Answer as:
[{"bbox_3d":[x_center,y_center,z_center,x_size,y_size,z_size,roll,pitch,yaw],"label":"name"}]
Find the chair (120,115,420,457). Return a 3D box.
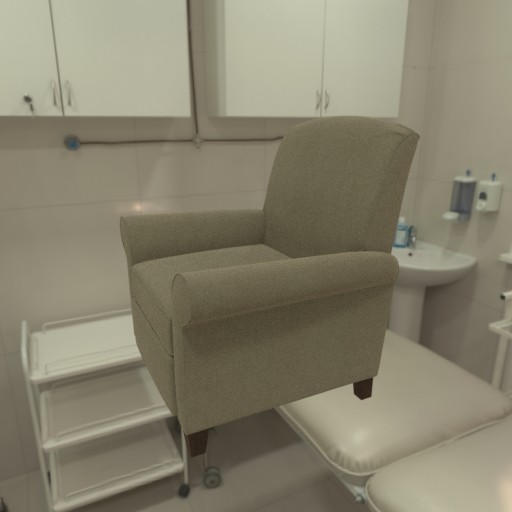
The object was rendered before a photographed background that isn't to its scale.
[{"bbox_3d":[0.000,0.000,1.754,0.905,1.061,0.978,-8,19,-25],"label":"chair"}]
